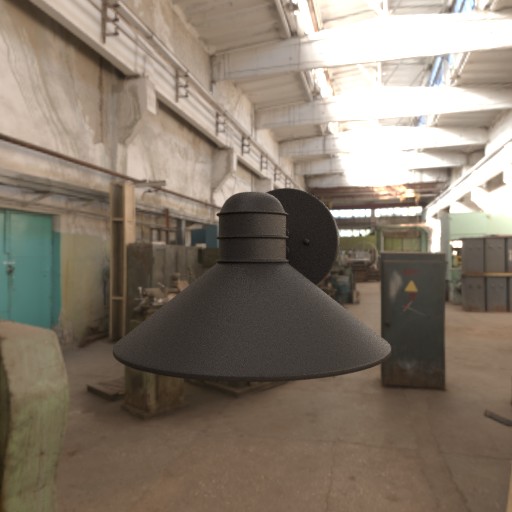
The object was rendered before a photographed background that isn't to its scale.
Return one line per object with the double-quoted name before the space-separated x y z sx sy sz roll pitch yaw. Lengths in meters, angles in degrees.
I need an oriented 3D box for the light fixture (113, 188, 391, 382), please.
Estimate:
"light fixture" 0.000 0.000 0.679 0.396 0.265 0.434 0 0 17
